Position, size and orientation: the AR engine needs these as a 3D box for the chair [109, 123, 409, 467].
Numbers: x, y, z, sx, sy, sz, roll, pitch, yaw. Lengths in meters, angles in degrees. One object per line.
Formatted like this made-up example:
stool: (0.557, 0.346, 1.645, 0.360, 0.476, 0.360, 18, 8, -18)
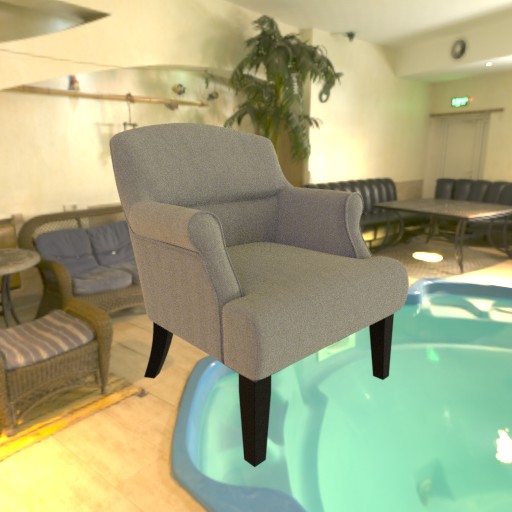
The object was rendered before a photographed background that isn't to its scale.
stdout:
chair: (0.000, 0.000, 1.486, 0.772, 0.880, 0.755, -13, 19, -43)
